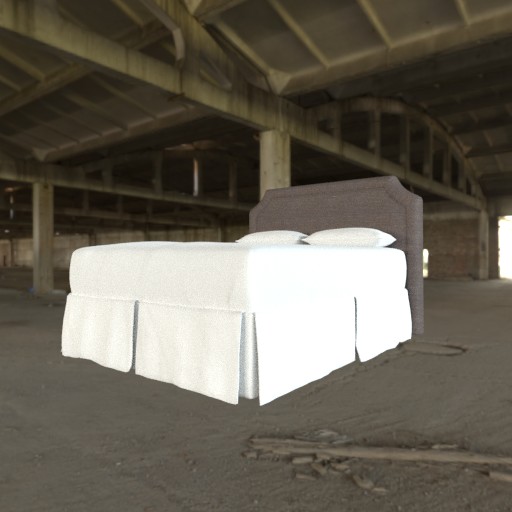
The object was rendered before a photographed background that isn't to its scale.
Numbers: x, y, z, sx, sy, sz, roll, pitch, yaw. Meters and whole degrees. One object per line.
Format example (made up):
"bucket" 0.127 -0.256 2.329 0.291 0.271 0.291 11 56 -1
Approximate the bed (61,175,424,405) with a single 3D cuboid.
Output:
"bed" 0.000 0.000 3.150 1.693 1.290 2.116 0 0 38
